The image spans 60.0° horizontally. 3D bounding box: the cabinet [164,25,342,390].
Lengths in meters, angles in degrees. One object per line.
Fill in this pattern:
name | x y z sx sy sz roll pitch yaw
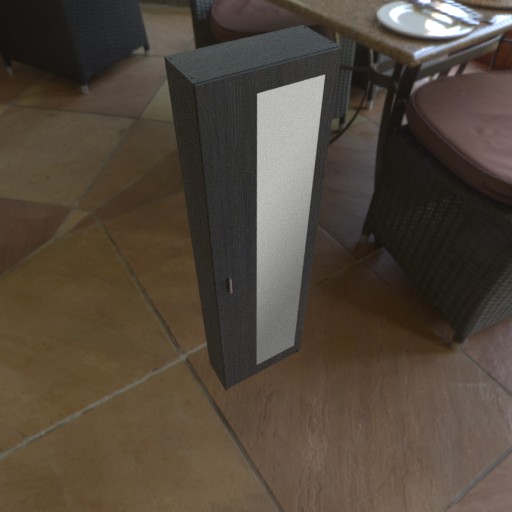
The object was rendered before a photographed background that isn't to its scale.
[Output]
cabinet | 0.000 0.000 1.989 0.500 1.790 0.230 -23 51 -20
